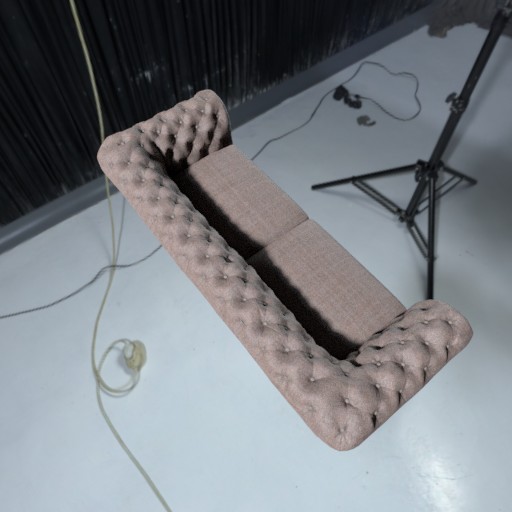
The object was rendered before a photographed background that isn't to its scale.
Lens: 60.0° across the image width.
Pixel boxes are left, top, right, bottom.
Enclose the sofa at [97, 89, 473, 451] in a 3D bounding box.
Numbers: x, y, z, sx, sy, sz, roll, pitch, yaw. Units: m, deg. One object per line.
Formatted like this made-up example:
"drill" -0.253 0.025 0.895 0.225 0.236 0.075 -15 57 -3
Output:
"sofa" 0.000 0.000 2.791 0.944 0.787 2.385 -33 64 -19
